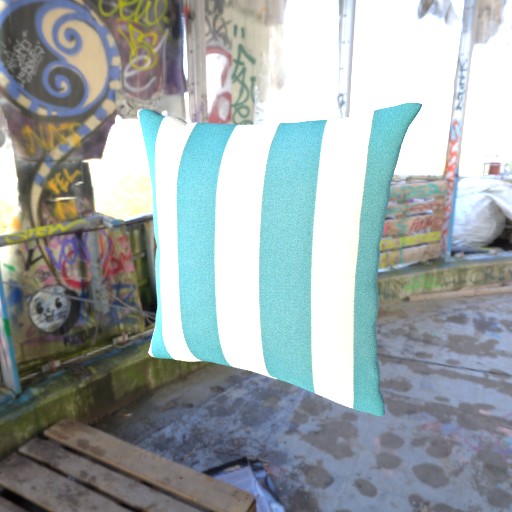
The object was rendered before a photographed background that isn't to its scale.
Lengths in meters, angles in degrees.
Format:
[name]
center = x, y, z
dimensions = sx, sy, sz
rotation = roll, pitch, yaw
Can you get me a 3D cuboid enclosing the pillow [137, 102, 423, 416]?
[pillow]
center = 0.000, 0.000, 0.818
dimensions = 0.536, 0.526, 0.189
rotation = 8, 17, 26
